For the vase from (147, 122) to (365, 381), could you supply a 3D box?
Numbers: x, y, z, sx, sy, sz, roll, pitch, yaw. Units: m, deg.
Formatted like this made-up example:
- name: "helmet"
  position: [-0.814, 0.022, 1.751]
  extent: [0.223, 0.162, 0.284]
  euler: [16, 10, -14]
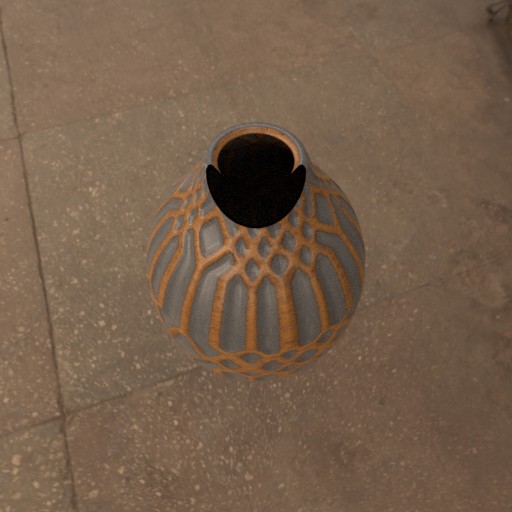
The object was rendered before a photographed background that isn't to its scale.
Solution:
- name: "vase"
  position: [0.000, 0.000, 0.139]
  extent: [0.069, 0.088, 0.069]
  euler: [0, 59, 0]
